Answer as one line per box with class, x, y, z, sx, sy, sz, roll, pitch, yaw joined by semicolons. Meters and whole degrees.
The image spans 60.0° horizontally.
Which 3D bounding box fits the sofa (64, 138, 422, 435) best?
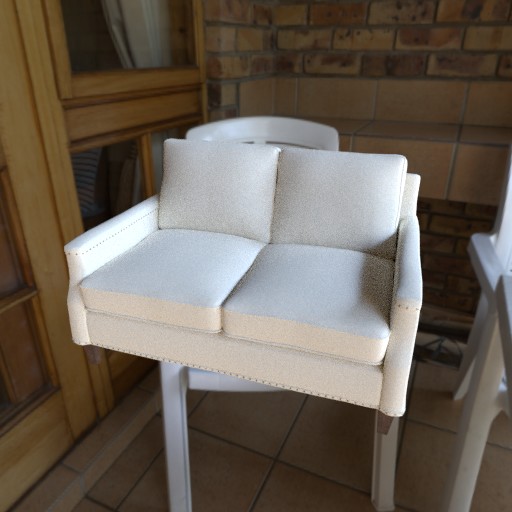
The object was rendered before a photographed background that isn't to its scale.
sofa;0.000;0.000;2.281;1.597;1.003;1.084;8;26;17
